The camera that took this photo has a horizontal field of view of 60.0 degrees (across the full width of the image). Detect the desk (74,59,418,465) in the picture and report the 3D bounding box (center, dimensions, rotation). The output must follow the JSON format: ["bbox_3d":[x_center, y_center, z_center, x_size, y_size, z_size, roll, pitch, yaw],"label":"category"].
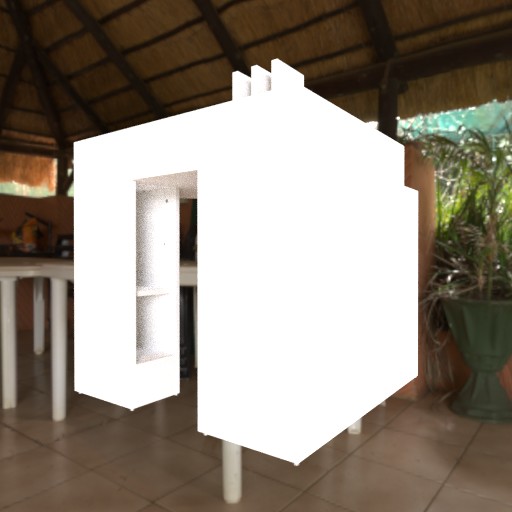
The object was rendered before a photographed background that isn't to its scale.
[{"bbox_3d":[0.000,0.000,1.701,0.940,0.986,0.940,0,1,36],"label":"desk"}]
